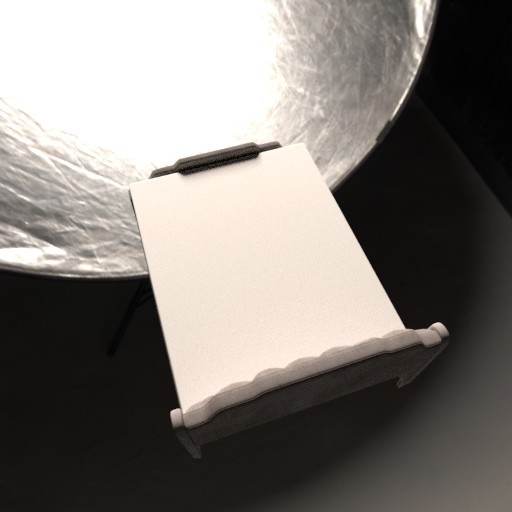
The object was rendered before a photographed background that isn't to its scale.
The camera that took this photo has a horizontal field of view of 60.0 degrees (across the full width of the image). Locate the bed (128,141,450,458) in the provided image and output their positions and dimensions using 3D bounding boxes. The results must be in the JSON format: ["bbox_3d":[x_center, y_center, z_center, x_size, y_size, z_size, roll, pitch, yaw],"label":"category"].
[{"bbox_3d":[0.000,0.000,3.404,1.676,1.245,2.340,-16,59,-10],"label":"bed"}]
